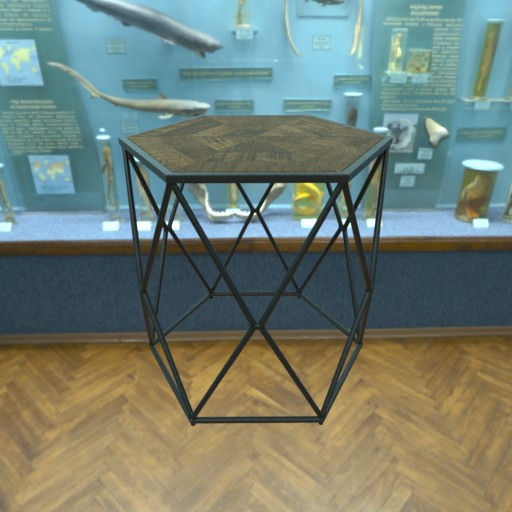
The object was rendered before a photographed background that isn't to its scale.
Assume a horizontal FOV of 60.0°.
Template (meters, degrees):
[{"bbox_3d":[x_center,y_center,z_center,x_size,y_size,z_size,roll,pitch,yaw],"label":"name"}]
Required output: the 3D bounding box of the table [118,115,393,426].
[{"bbox_3d":[0.000,0.000,1.061,0.578,0.564,0.579,0,28,0],"label":"table"}]
